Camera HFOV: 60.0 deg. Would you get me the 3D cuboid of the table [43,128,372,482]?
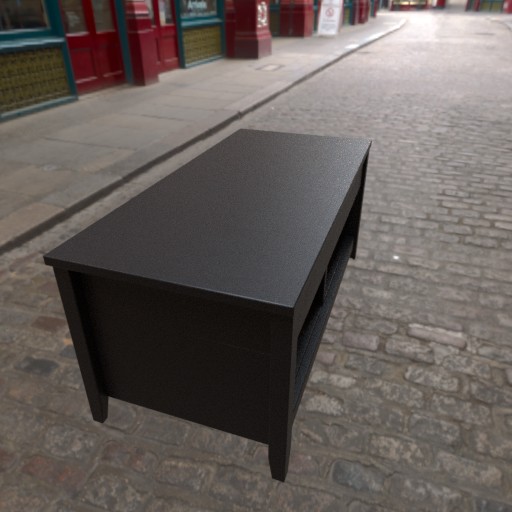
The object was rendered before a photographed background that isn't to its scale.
[{"bbox_3d":[0.000,0.000,1.282,0.483,0.457,1.016,10,31,17],"label":"table"}]
